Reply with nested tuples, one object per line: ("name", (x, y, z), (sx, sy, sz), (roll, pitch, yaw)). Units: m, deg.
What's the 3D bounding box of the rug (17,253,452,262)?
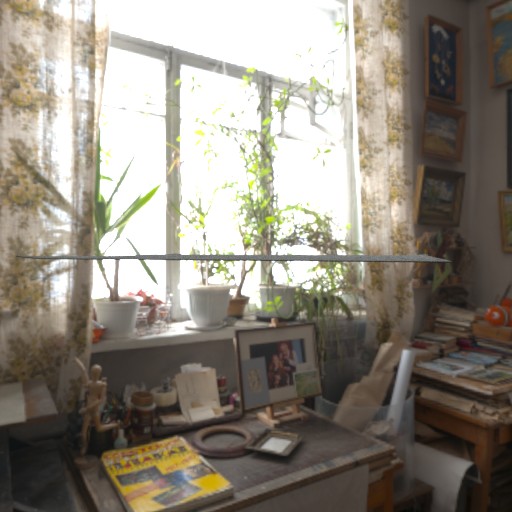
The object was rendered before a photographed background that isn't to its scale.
("rug", (0.000, 0.000, 3.861), (2.925, 0.026, 2.343), (0, 1, 19))
